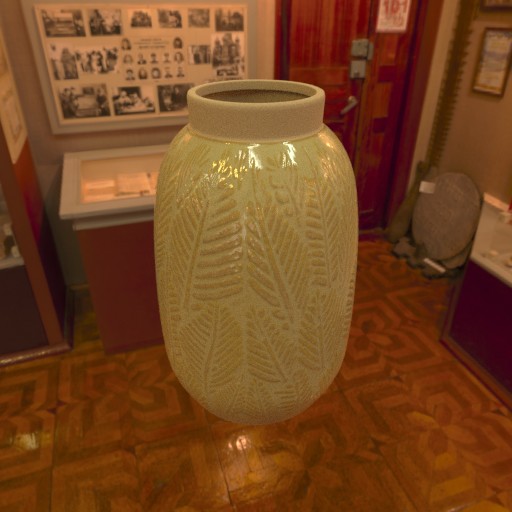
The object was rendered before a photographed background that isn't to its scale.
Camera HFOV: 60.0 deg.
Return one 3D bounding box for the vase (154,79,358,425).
[{"bbox_3d":[0.000,0.000,0.379,0.172,0.270,0.172,0,30,0],"label":"vase"}]
